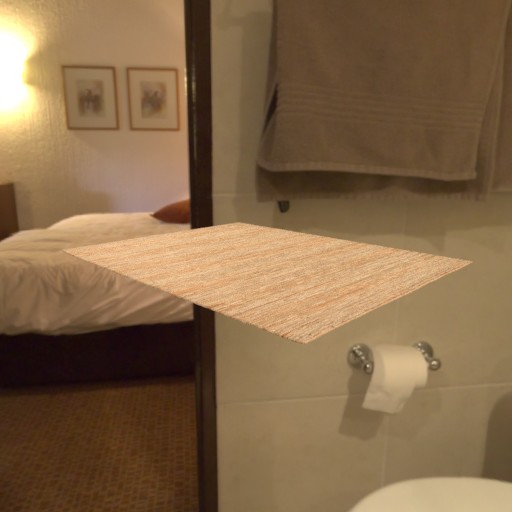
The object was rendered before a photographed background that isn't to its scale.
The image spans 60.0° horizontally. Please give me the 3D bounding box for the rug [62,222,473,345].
[{"bbox_3d":[0.000,0.000,3.957,2.939,0.009,2.313,13,19,43],"label":"rug"}]
